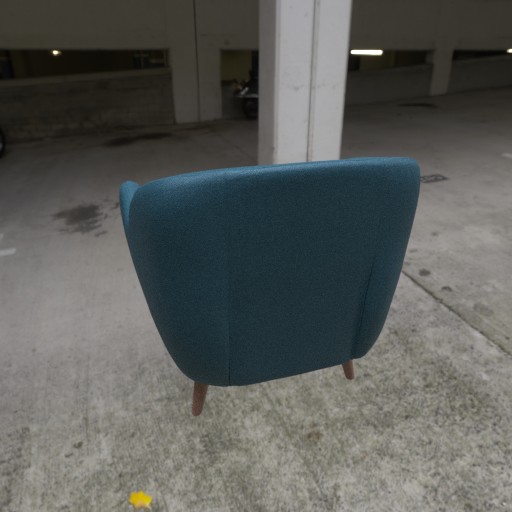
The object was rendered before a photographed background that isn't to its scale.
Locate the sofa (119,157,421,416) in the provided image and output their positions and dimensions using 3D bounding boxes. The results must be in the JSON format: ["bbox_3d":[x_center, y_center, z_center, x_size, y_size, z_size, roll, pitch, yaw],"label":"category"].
[{"bbox_3d":[0.000,0.000,1.508,0.836,0.817,0.825,-8,26,-16],"label":"sofa"}]
